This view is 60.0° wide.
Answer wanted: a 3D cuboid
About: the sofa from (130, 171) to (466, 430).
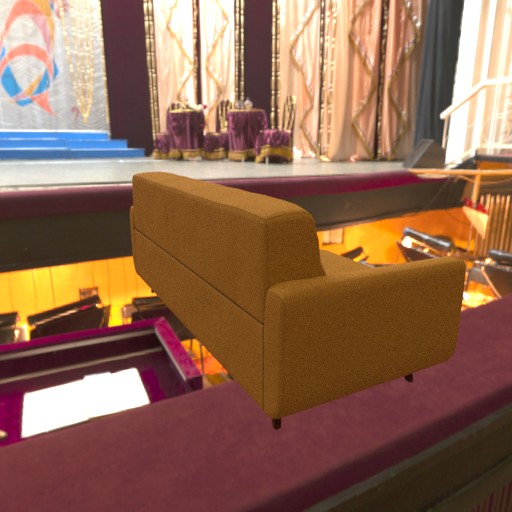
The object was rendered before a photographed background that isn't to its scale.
[{"bbox_3d":[0.000,0.000,2.450,0.909,0.841,2.029,-8,17,-27],"label":"sofa"}]
